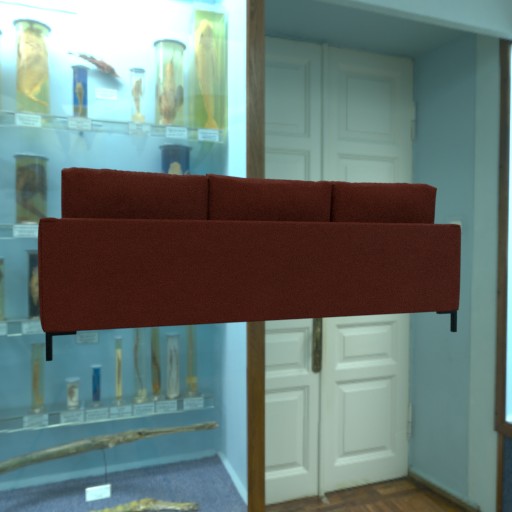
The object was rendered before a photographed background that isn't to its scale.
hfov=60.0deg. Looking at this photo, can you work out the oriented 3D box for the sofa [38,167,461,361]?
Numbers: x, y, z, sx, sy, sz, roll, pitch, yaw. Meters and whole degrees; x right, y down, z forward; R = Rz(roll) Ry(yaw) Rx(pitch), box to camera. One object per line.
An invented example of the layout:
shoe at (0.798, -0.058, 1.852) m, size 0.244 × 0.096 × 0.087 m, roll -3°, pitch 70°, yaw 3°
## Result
sofa at (0.000, 0.000, 2.646) m, size 2.252 × 0.879 × 0.875 m, roll 0°, pitch 2°, yaw -17°
